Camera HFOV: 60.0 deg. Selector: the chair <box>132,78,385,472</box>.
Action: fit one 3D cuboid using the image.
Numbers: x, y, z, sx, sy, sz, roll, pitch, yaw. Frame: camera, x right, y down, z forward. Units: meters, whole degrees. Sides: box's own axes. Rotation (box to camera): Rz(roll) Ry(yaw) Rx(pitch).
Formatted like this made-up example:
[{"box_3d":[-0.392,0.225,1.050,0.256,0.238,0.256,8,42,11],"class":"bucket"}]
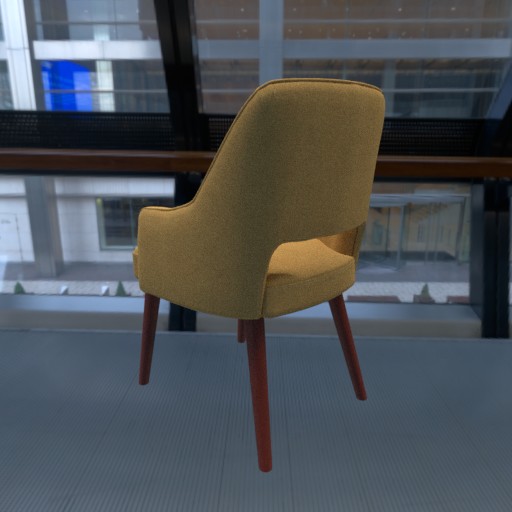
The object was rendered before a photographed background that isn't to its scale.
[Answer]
[{"box_3d":[0.000,0.000,1.217,0.548,0.849,0.605,-14,21,-43],"class":"chair"}]
